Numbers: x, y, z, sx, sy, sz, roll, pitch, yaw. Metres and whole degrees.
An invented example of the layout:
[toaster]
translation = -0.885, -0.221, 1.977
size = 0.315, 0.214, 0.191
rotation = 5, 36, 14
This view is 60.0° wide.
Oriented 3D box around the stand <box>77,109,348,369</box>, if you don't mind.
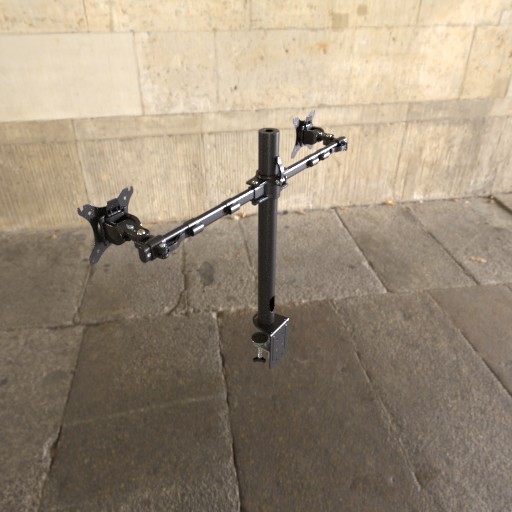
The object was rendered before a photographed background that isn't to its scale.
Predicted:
[stand]
translation = 0.000, 0.000, 1.042
size = 0.150, 0.603, 0.743
rotation = 21, 38, 30
